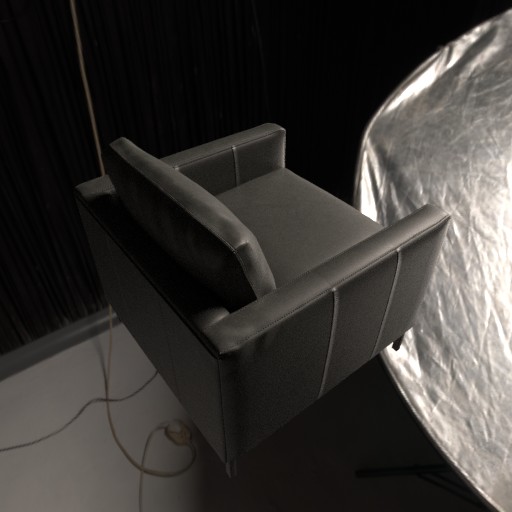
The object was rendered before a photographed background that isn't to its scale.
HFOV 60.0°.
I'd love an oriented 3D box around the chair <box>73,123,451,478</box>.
[{"bbox_3d":[0.000,0.000,1.484,0.861,0.824,0.967,-26,47,-28],"label":"chair"}]
